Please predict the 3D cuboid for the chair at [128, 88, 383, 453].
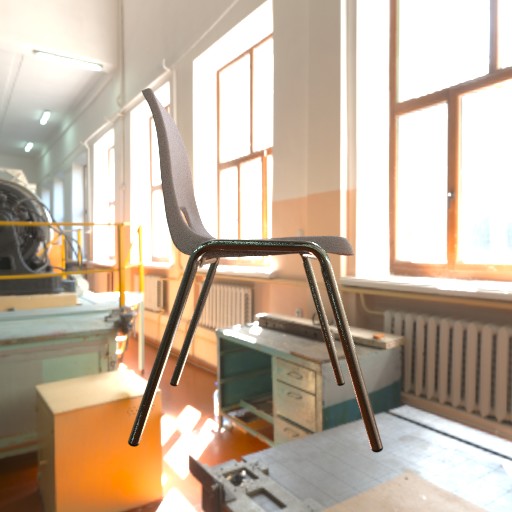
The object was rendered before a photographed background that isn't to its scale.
[{"bbox_3d":[0.000,0.000,0.927,0.436,0.653,0.381,0,1,1],"label":"chair"}]
